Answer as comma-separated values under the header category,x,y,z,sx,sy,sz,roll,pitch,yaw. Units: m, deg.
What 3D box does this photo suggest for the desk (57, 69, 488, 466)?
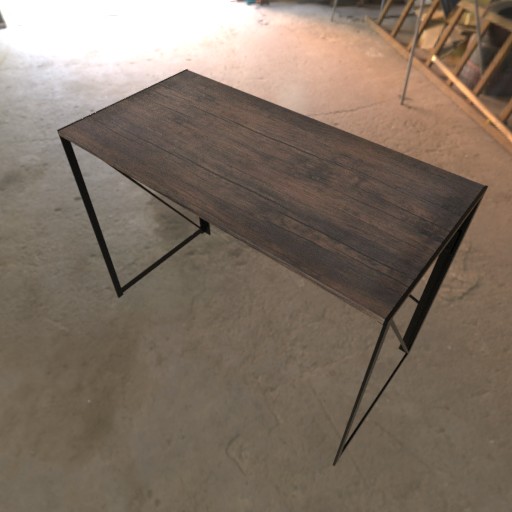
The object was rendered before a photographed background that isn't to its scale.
category,x,y,z,sx,sy,sz,roll,pitch,yaw
desk,0.000,0.000,1.412,1.015,0.747,0.505,31,54,26
